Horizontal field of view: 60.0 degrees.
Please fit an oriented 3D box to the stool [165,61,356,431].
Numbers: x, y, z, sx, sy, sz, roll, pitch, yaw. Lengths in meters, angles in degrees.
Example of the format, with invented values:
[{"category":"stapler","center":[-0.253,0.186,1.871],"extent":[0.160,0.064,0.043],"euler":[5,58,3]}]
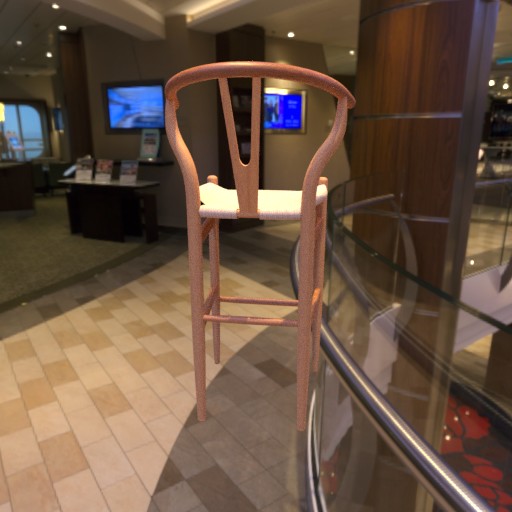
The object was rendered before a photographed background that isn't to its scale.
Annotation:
[{"category":"stool","center":[0.000,0.000,1.407],"extent":[0.574,1.068,0.561],"euler":[2,16,8]}]
